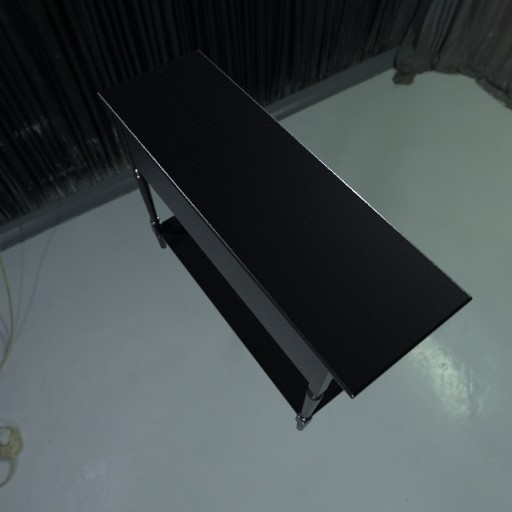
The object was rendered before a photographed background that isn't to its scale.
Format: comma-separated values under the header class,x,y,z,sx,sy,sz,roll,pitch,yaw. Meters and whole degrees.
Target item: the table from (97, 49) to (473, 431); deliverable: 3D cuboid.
class,x,y,z,sx,sy,sz,roll,pitch,yaw
table,0.000,0.000,1.571,0.386,0.819,1.191,-32,64,-18
